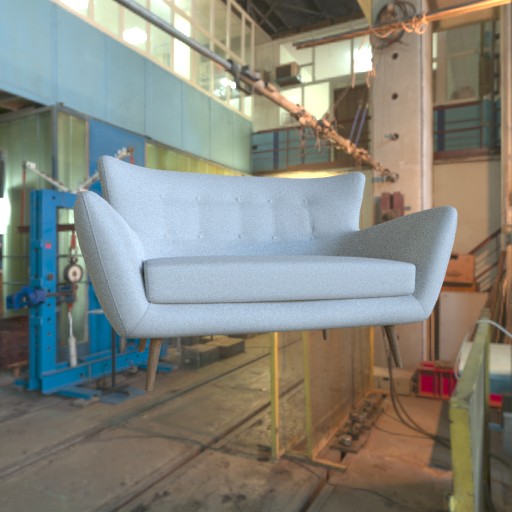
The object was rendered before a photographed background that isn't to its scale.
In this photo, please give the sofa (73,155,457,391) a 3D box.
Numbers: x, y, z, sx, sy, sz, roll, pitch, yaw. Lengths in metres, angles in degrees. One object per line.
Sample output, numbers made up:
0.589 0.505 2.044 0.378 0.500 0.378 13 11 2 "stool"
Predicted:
0.000 0.000 1.935 1.424 0.878 0.921 0 0 -18 "sofa"
